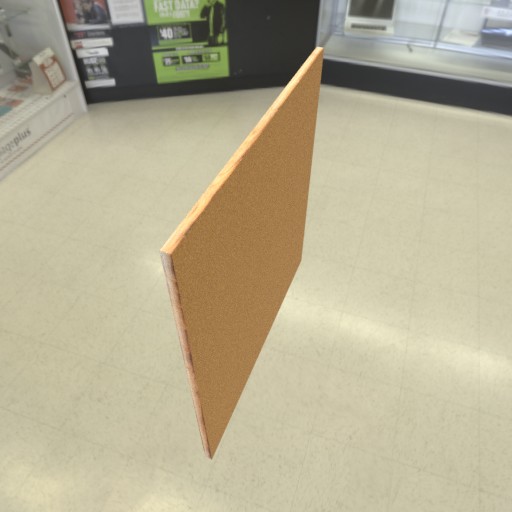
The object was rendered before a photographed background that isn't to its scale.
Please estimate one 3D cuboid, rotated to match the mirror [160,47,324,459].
[{"bbox_3d":[0.000,0.000,1.187,0.061,0.804,0.804,16,48,15],"label":"mirror"}]
